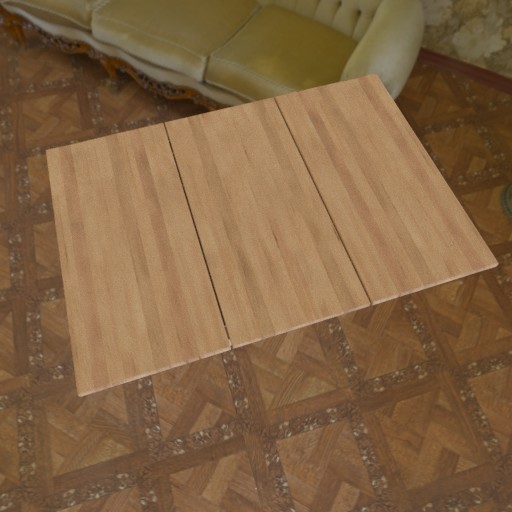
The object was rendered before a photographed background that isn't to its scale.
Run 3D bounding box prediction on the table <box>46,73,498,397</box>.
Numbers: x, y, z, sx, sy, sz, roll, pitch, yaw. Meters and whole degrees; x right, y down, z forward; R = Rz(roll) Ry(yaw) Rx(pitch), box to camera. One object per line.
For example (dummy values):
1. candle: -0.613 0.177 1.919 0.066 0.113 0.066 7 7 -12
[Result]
1. table: 0.000 0.000 1.826 1.300 0.770 0.900 -16 63 -8
